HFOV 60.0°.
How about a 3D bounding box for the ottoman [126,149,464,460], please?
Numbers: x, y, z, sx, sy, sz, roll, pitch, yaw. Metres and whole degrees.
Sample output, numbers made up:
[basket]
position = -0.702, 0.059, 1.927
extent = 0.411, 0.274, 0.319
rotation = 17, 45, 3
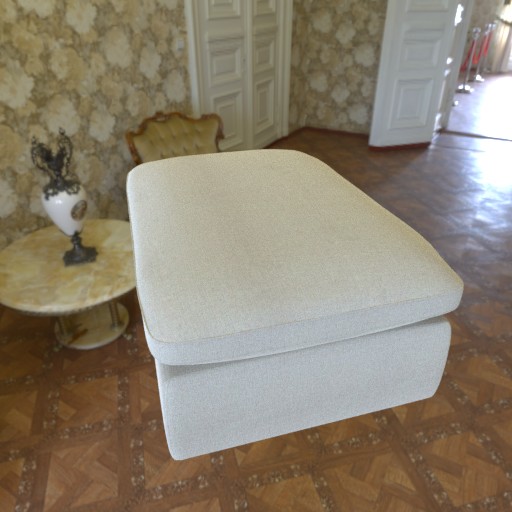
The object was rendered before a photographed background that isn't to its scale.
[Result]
[ottoman]
position = 0.000, 0.000, 1.314
extent = 0.686, 0.453, 0.984
rotation = -8, 31, -14
